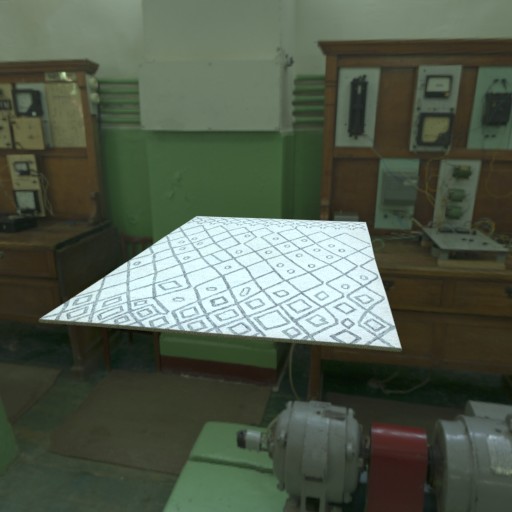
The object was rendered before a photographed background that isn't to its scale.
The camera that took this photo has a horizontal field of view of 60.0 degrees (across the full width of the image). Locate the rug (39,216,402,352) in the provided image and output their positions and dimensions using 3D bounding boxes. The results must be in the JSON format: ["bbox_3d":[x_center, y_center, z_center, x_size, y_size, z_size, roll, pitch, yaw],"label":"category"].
[{"bbox_3d":[0.000,0.000,2.306,1.222,0.015,1.828,3,17,10],"label":"rug"}]
